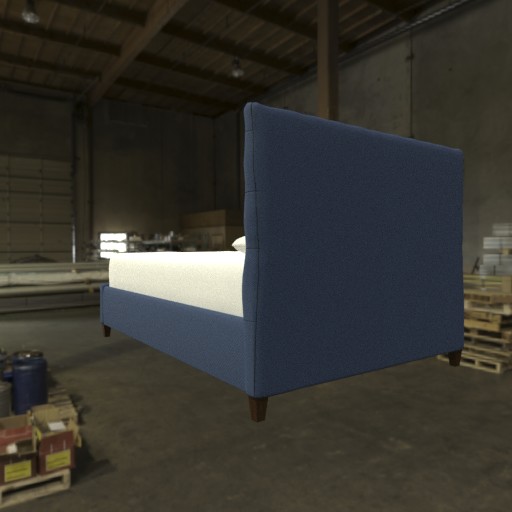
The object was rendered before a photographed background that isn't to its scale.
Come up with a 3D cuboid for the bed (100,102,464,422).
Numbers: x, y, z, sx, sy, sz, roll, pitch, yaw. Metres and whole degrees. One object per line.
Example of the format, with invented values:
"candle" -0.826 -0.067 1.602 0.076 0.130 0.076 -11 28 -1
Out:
"bed" 0.000 0.000 3.386 1.706 1.427 2.387 -1 1 -35
